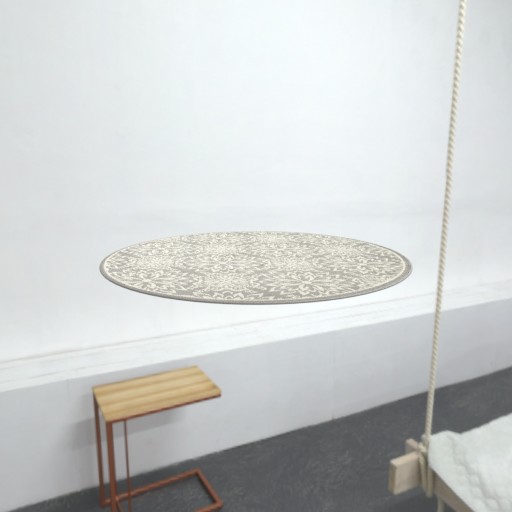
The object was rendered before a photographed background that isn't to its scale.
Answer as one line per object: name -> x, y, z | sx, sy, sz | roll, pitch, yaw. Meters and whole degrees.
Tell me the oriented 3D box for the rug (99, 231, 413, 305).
rug -> 0.000, 0.000, 2.383 | 1.593, 0.012, 1.593 | 0, 13, 0
